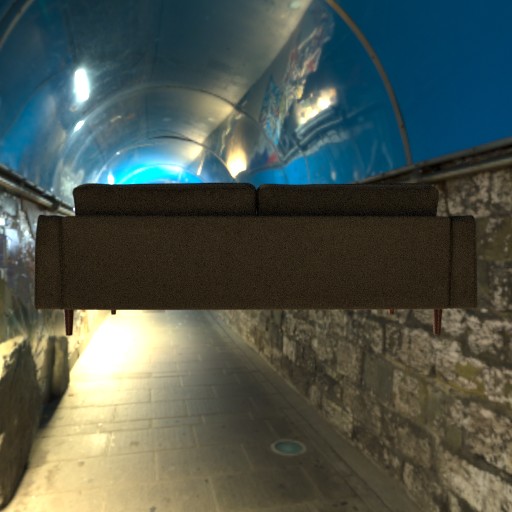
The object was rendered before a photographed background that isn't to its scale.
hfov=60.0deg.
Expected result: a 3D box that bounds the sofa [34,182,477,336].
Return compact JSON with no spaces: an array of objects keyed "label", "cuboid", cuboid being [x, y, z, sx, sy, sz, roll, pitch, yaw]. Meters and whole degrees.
[{"label":"sofa","cuboid":[0.000,0.000,2.686,2.295,0.813,0.923,0,1,-1]}]
